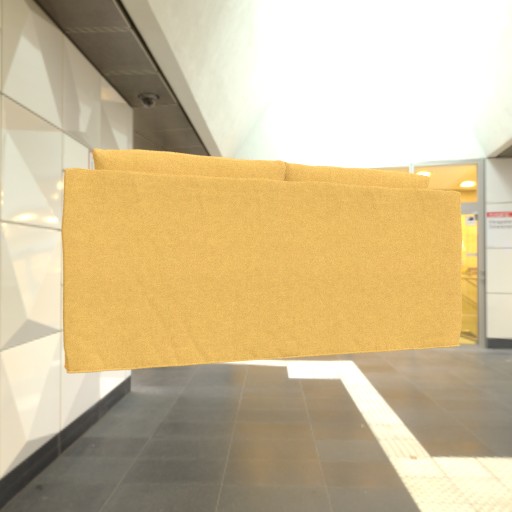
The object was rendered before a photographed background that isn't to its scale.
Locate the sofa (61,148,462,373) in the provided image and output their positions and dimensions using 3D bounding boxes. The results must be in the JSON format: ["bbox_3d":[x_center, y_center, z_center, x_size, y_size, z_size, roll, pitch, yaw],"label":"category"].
[{"bbox_3d":[0.000,0.000,2.217,1.719,0.835,0.962,0,-1,-18],"label":"sofa"}]
